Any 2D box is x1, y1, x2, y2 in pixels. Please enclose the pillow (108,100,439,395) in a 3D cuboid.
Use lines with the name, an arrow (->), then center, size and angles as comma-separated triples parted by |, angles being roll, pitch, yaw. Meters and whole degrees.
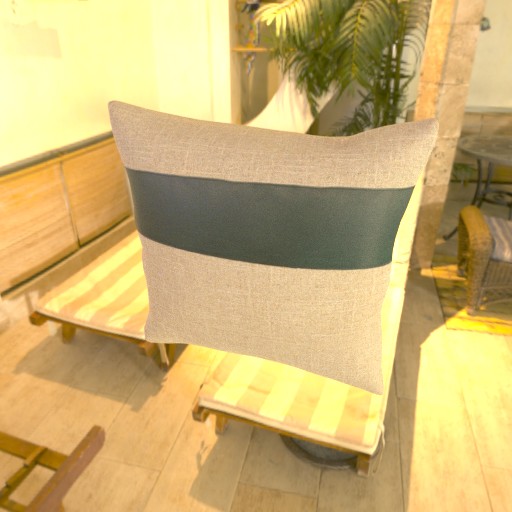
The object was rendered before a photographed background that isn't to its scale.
pillow -> 0.000, 0.000, 0.623 | 0.414, 0.399, 0.173 | 9, 29, 16
